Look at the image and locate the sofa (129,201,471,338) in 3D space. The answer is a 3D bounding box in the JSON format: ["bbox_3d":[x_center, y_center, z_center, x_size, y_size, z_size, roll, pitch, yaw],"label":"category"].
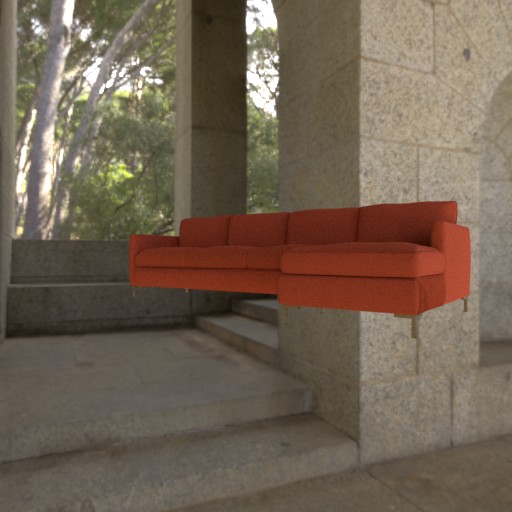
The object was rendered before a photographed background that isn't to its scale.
[{"bbox_3d":[0.000,0.000,3.518,2.932,0.810,1.350,0,0,36],"label":"sofa"}]
